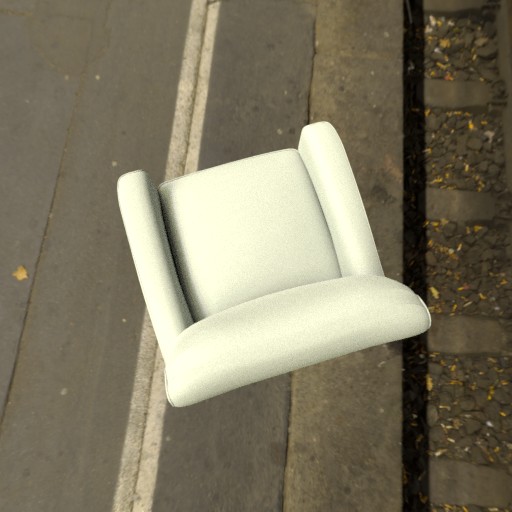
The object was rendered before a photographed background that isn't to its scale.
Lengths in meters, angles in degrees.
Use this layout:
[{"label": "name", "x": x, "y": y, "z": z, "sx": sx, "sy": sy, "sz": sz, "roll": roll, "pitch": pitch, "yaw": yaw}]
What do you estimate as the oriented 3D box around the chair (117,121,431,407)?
[{"label": "chair", "x": 0.000, "y": 0.000, "z": 1.622, "sx": 0.853, "sy": 1.007, "sz": 0.846, "roll": -16, "pitch": 76, "yaw": -4}]
